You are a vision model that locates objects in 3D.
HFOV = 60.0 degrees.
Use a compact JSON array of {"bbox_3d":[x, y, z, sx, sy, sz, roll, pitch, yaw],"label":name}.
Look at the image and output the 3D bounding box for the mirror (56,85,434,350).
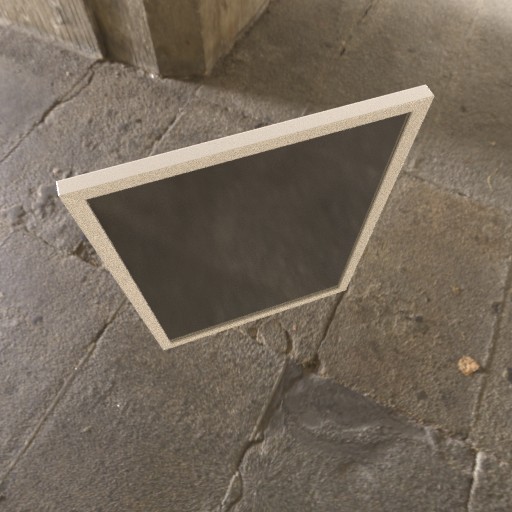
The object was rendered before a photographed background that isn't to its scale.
[{"bbox_3d":[0.000,0.000,1.312,0.762,1.016,0.040,-17,64,-9],"label":"mirror"}]
